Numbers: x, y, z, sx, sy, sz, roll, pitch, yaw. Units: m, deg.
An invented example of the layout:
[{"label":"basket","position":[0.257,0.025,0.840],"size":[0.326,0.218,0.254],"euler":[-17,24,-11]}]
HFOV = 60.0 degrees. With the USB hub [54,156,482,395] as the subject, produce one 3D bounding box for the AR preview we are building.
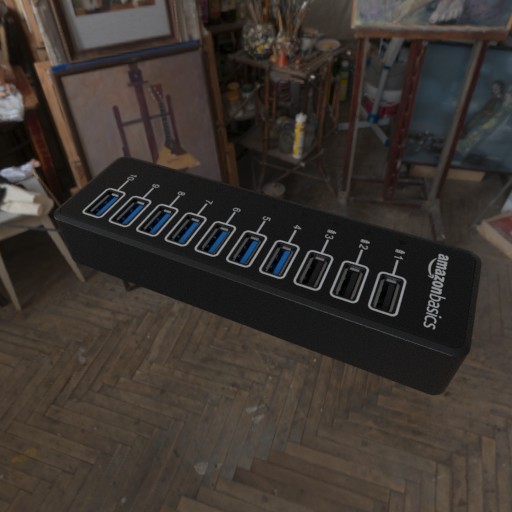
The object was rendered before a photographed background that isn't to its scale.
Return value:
[{"label":"USB hub","position":[0.000,0.000,0.161],"size":[0.145,0.023,0.044],"euler":[18,48,17]}]
